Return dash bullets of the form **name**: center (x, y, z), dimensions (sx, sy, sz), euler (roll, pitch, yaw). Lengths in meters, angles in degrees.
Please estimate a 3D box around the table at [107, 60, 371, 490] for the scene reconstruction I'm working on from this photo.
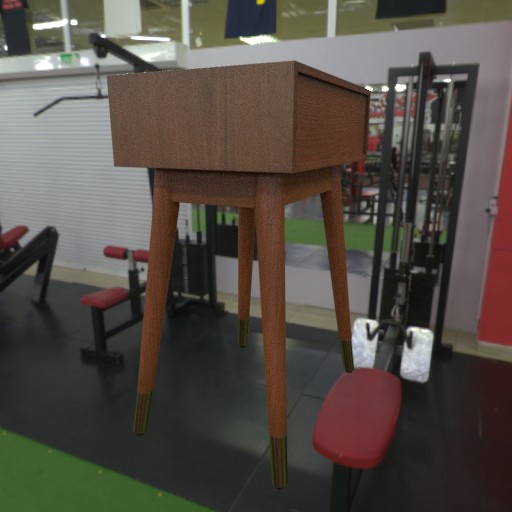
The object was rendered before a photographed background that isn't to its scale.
- **table**: center (0.000, 0.000, 0.822), dimensions (0.300, 0.599, 0.406), euler (8, 17, 26)
